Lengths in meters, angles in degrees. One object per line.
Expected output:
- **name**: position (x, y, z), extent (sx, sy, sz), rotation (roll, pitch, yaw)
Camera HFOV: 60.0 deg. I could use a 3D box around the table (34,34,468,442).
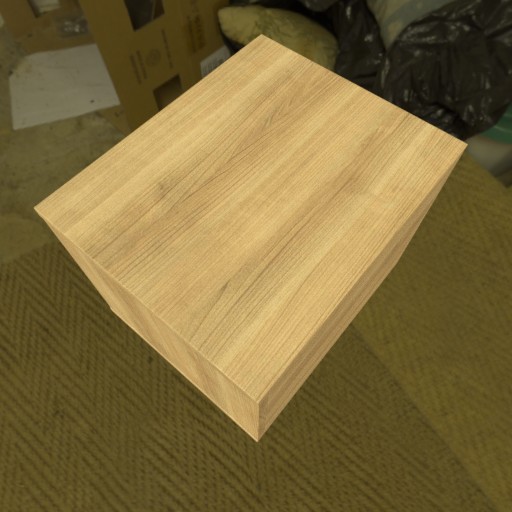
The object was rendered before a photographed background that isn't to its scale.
- **table**: position (0.000, 0.000, 0.782), extent (0.380, 0.460, 0.445), rotation (36, 67, 18)
